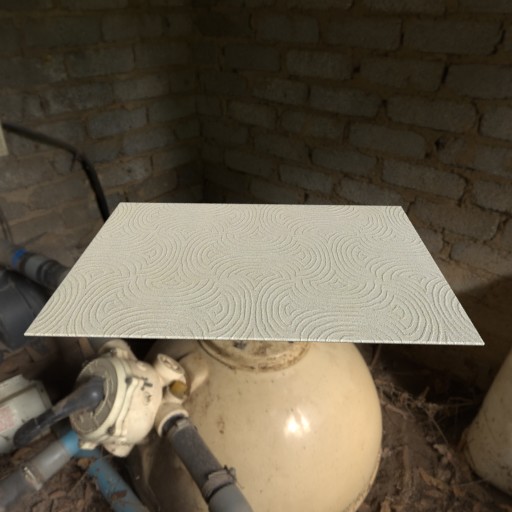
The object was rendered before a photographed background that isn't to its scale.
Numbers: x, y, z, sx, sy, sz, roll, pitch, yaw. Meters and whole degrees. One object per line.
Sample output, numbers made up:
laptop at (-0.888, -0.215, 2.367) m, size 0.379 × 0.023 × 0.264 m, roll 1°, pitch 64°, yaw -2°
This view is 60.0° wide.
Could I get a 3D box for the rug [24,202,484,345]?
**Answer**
rug at (0.000, 0.000, 2.705) m, size 2.132 × 0.015 × 1.526 m, roll 1°, pitch 31°, yaw 2°
